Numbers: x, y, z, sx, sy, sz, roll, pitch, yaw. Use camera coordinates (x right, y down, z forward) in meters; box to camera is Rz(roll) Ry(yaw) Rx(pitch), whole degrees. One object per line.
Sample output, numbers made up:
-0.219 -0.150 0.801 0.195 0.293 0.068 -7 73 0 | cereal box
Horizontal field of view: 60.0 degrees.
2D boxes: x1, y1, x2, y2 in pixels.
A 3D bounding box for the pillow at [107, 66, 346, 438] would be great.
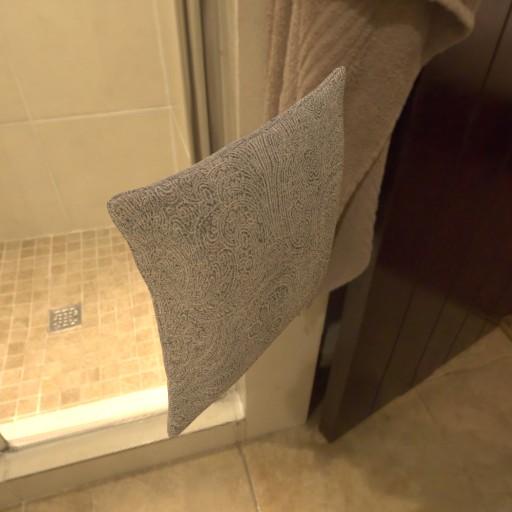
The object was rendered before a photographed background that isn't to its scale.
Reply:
0.000 0.000 0.783 0.166 0.510 0.523 27 48 27 | pillow
